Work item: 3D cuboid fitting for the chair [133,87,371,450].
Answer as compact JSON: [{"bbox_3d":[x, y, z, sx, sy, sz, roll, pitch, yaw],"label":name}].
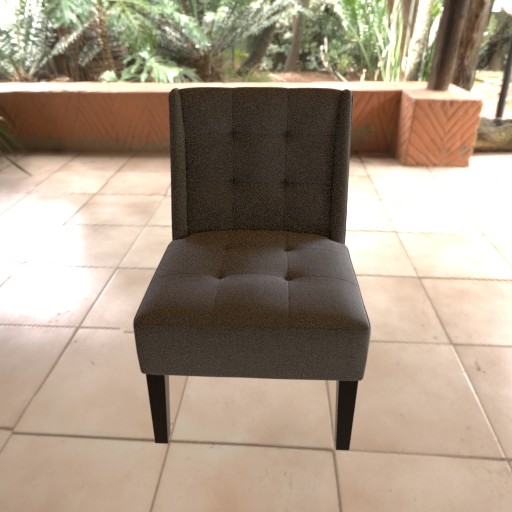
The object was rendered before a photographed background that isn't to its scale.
[{"bbox_3d":[0.000,0.000,1.302,0.569,0.853,0.676,1,29,2],"label":"chair"}]
